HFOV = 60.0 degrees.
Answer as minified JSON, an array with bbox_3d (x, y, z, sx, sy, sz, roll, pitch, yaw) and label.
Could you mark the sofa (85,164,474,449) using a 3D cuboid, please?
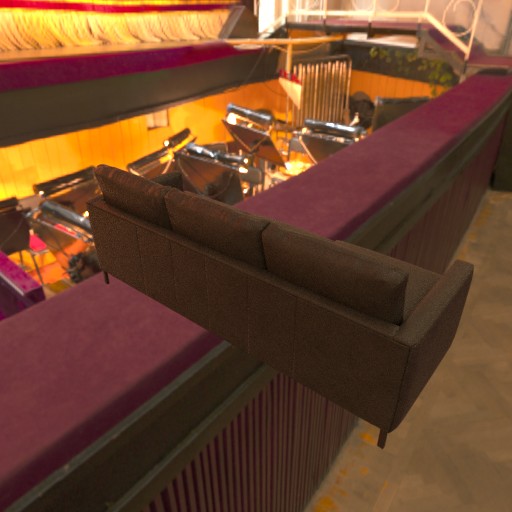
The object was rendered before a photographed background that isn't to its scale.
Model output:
[{"bbox_3d":[0.000,0.000,2.384,2.029,0.805,0.748,22,37,33],"label":"sofa"}]
